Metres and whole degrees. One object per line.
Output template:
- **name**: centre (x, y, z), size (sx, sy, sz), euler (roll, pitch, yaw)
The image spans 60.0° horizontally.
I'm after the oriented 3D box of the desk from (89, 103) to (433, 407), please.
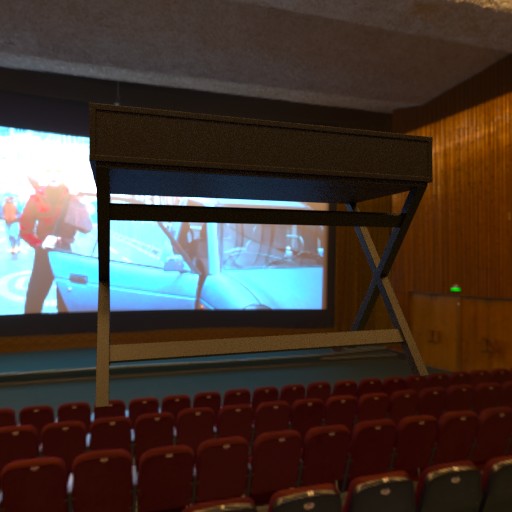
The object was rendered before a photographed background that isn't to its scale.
- **desk**: centre (0.000, 0.000, 1.532), size (1.057, 0.780, 0.504), euler (0, 0, -18)
